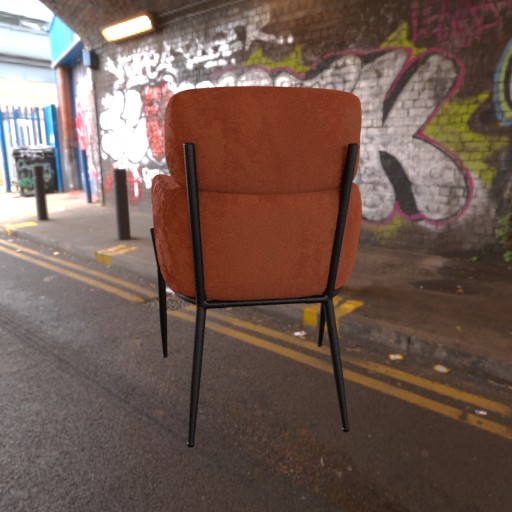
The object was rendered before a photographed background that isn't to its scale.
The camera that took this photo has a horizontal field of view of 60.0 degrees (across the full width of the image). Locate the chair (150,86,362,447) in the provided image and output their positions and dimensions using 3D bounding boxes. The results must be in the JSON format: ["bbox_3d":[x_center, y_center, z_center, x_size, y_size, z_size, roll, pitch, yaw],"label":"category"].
[{"bbox_3d":[0.000,0.000,1.154,0.561,0.772,0.523,-2,13,-9],"label":"chair"}]
